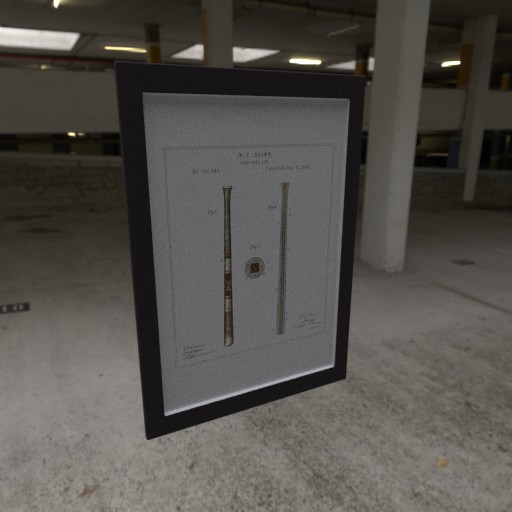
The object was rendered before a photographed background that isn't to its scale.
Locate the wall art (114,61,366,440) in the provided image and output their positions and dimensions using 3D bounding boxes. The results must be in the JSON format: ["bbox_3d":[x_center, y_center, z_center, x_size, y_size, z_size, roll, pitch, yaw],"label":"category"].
[{"bbox_3d":[0.000,0.000,0.679,0.374,0.529,0.012,-8,19,-26],"label":"wall art"}]
